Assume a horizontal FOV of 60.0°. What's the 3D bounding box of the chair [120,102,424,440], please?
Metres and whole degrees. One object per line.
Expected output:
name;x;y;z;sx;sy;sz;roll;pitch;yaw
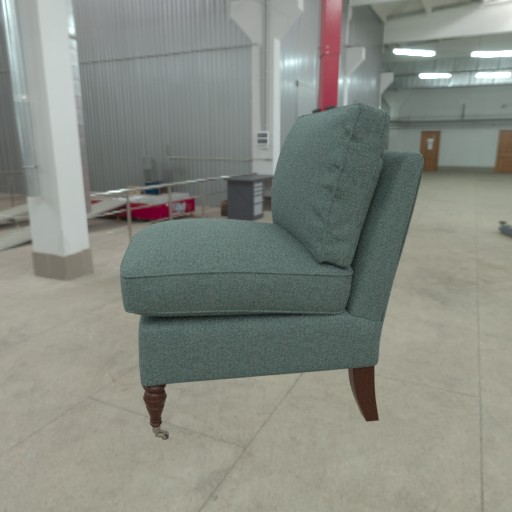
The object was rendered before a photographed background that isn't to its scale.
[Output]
chair;0.000;0.000;1.433;0.796;0.901;0.624;-2;14;-10
